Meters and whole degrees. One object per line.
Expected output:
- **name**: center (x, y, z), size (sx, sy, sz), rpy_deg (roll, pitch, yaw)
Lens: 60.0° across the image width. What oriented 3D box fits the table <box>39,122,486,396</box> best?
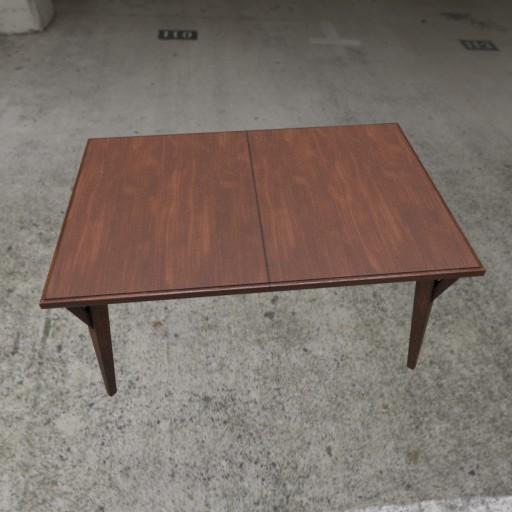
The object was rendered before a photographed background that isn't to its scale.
- **table**: center (0.000, 0.000, 2.110), size (1.524, 0.761, 0.990), rpy_deg (-4, 47, -4)
